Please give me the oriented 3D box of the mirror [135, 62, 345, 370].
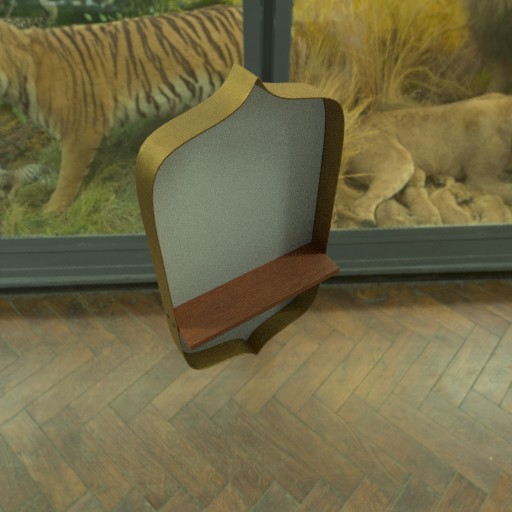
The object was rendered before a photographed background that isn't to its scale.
[{"bbox_3d":[0.000,0.000,0.745,0.323,0.613,0.096,-25,51,-22],"label":"mirror"}]
